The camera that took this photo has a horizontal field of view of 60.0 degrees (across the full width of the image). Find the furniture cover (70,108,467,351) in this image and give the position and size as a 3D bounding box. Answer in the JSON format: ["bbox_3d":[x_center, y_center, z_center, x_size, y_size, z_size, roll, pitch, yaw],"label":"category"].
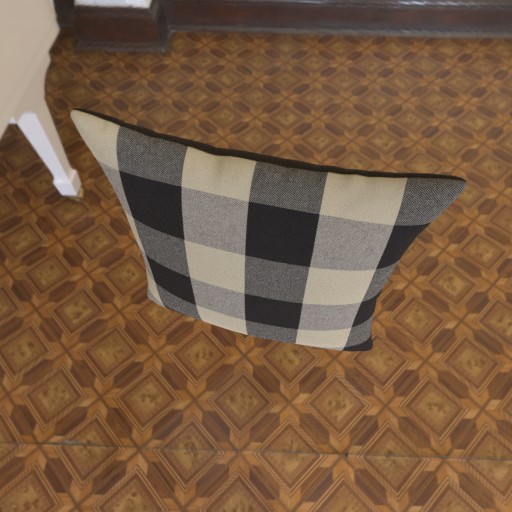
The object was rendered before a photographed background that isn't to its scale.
[{"bbox_3d":[0.000,0.000,0.763,0.511,0.509,0.161,12,57,8],"label":"furniture cover"}]
